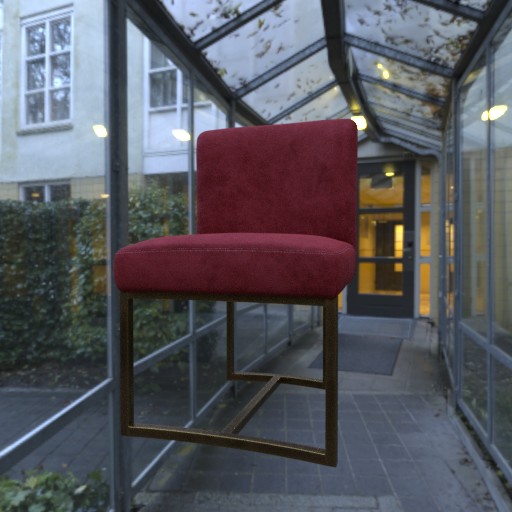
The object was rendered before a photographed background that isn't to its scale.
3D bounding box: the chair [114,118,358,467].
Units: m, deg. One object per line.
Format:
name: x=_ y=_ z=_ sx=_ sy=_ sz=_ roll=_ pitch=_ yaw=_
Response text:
chair: x=0.000 y=0.000 z=1.187 sx=0.530 sy=0.824 sz=0.560 roll=0 pitch=1 yaw=18
